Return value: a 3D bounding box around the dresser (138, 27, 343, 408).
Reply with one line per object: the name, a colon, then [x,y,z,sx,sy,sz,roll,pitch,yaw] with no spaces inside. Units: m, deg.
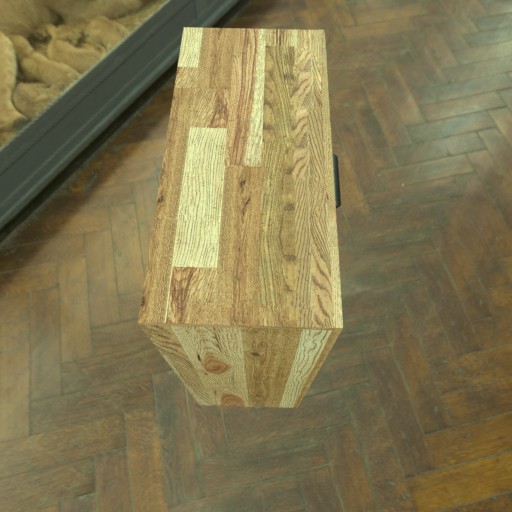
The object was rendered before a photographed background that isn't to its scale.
dresser: [0.000,0.000,1.721,0.480,1.243,0.966,1,63,1]
